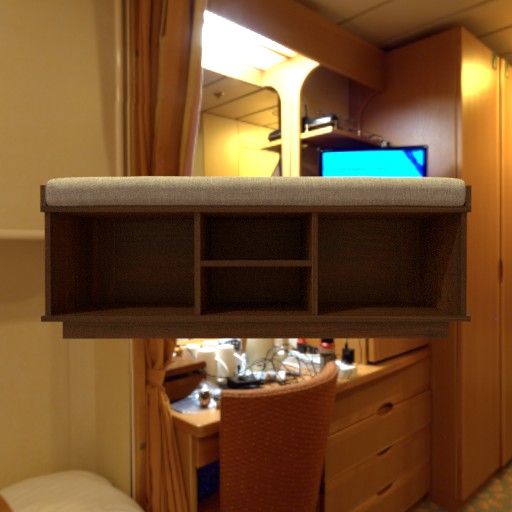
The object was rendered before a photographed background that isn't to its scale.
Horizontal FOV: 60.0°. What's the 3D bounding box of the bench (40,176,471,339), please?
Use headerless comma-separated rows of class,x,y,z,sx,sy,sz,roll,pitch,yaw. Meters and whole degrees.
bench,0.000,0.000,1.399,1.196,0.468,0.367,0,1,0
